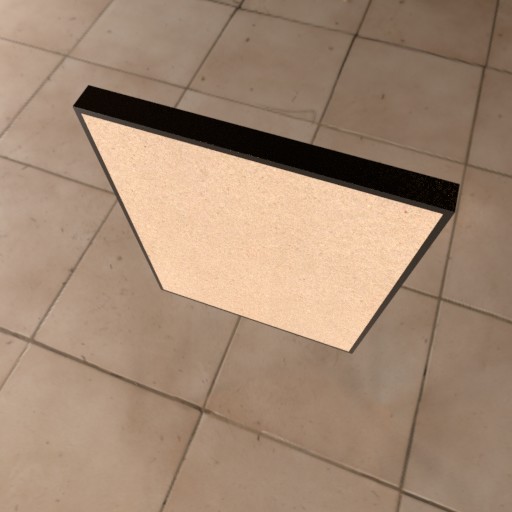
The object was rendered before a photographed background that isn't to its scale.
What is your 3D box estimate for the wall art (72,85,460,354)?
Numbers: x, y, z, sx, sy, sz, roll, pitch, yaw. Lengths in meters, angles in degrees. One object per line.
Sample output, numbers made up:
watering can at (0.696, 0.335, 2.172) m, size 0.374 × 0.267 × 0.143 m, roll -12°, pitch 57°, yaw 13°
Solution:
wall art at (0.000, 0.000, 0.742) m, size 0.448 × 0.551 × 0.038 m, roll 17°, pitch 64°, yaw 9°
